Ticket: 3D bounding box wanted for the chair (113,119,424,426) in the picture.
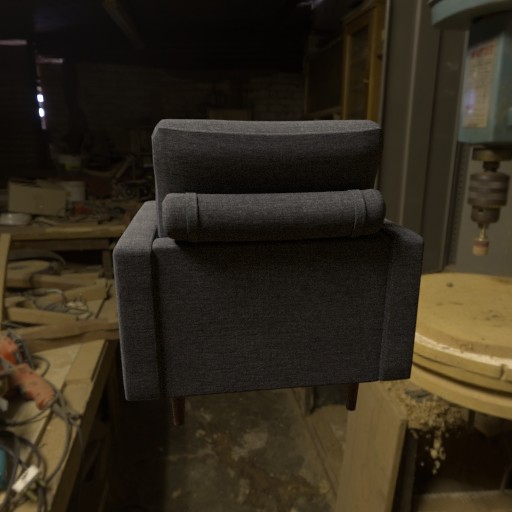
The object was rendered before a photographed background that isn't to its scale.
[{"bbox_3d":[0.000,0.000,1.523,0.821,0.880,0.843,-2,16,-8],"label":"chair"}]
